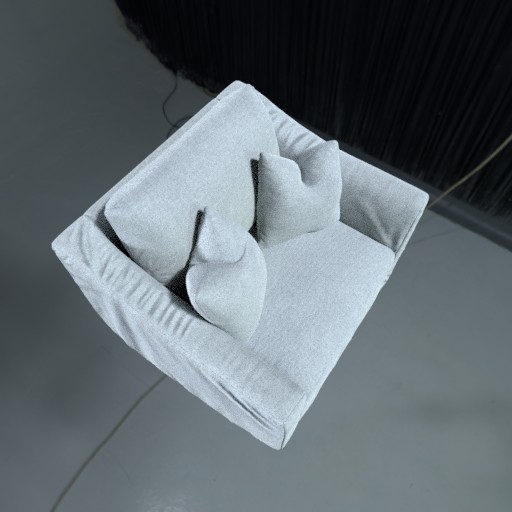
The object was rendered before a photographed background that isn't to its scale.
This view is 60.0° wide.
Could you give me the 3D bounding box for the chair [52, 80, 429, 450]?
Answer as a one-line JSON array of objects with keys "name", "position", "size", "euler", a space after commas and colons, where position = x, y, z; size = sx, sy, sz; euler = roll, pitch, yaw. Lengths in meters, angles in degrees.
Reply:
[{"name": "chair", "position": [0.000, 0.000, 2.026], "size": [1.071, 1.059, 1.194], "euler": [31, 63, 18]}]
